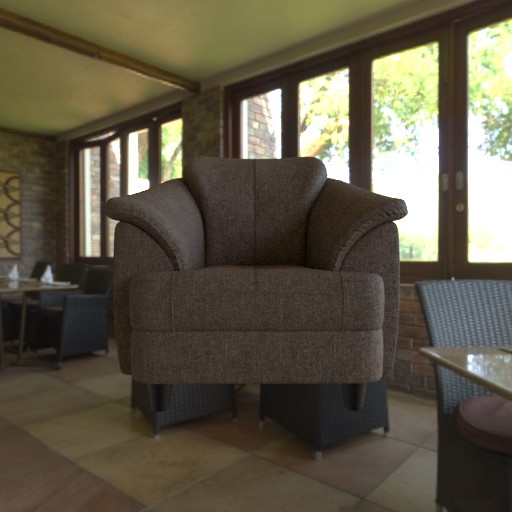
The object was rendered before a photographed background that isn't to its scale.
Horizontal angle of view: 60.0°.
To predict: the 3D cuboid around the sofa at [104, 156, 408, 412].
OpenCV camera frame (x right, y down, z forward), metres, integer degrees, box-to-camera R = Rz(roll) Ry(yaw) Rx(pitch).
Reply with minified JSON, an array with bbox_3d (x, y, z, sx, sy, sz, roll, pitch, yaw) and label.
[{"bbox_3d":[0.000,0.000,1.509,0.870,0.811,0.794,0,0,-1],"label":"sofa"}]
